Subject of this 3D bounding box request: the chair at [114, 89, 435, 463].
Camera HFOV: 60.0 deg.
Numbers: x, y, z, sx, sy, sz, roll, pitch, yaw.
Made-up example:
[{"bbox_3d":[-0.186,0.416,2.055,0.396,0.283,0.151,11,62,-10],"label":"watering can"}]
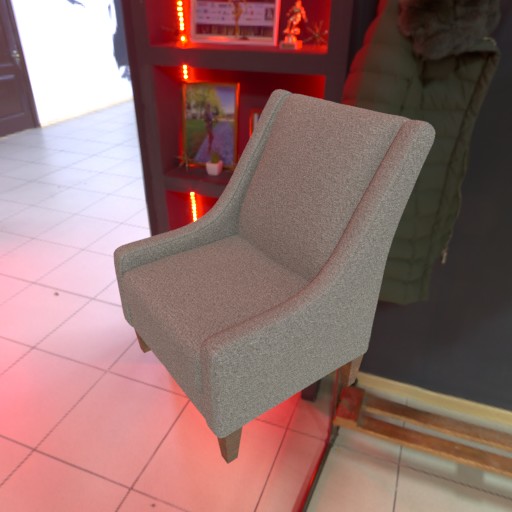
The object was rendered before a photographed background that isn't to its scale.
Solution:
[{"bbox_3d":[0.000,0.000,1.657,0.870,1.016,0.774,-20,36,-31],"label":"chair"}]
